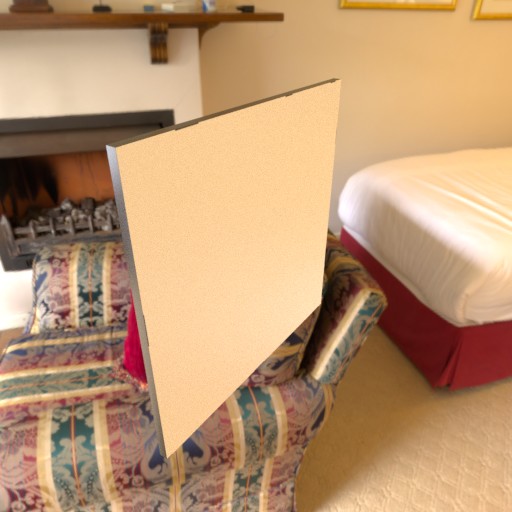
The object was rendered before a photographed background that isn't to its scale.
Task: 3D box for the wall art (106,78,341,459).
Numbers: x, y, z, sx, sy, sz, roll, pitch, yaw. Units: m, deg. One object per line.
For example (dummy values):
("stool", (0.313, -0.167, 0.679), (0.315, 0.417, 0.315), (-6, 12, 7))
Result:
("wall art", (0.000, 0.000, 0.667), (0.014, 0.445, 0.446), (20, 36, 30))
